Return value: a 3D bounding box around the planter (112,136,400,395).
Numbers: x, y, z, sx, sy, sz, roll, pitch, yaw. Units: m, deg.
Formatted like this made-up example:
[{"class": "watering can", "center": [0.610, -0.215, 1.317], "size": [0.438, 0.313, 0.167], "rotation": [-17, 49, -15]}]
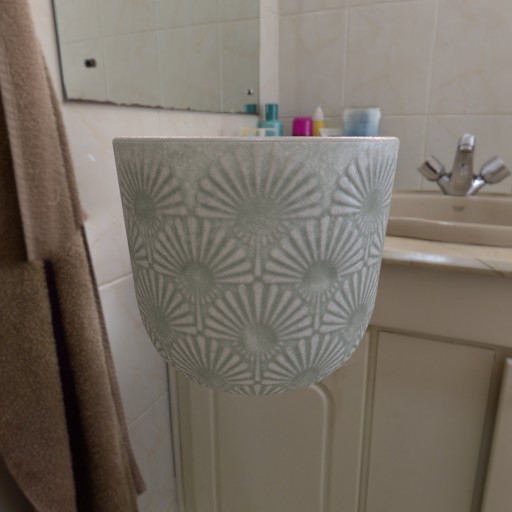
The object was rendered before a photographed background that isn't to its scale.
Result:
[{"class": "planter", "center": [0.000, 0.000, 0.293], "size": [0.170, 0.152, 0.170], "rotation": [0, 15, 0]}]
